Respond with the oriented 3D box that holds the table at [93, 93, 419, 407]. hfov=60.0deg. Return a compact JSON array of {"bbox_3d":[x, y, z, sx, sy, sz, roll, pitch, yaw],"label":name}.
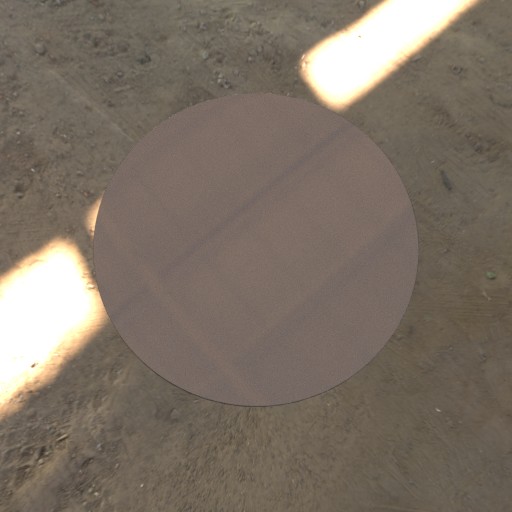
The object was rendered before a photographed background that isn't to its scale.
[{"bbox_3d":[0.000,0.000,1.281,0.800,0.400,0.800,0,76,0],"label":"table"}]
